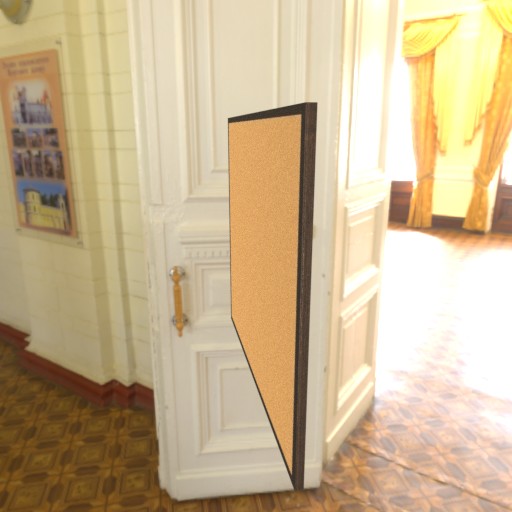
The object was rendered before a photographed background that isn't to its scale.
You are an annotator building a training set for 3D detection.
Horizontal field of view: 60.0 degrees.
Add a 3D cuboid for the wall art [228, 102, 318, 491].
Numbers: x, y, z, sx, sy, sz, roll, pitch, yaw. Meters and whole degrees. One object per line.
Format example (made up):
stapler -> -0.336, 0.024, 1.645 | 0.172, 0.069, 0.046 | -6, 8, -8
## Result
wall art -> 0.000, 0.000, 1.425 | 0.023, 0.875, 1.033 | -3, 16, -11
